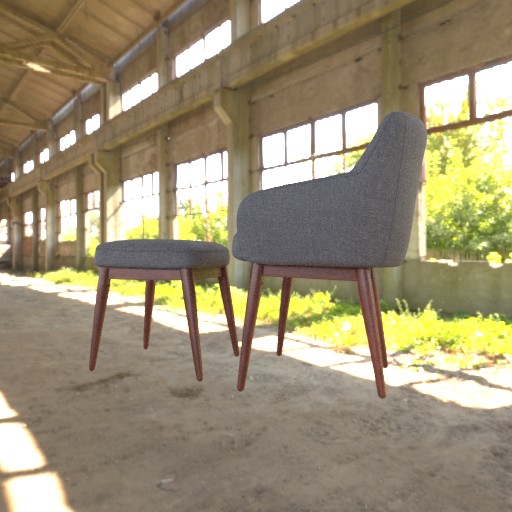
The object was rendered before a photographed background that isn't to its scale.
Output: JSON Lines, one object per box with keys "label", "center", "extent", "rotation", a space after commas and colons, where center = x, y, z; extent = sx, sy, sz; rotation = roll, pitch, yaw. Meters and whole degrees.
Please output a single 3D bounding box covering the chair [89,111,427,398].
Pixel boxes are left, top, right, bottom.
{"label": "chair", "center": [0.000, 0.000, 1.539], "extent": [1.107, 0.799, 0.584], "rotation": [0, 1, 17]}
